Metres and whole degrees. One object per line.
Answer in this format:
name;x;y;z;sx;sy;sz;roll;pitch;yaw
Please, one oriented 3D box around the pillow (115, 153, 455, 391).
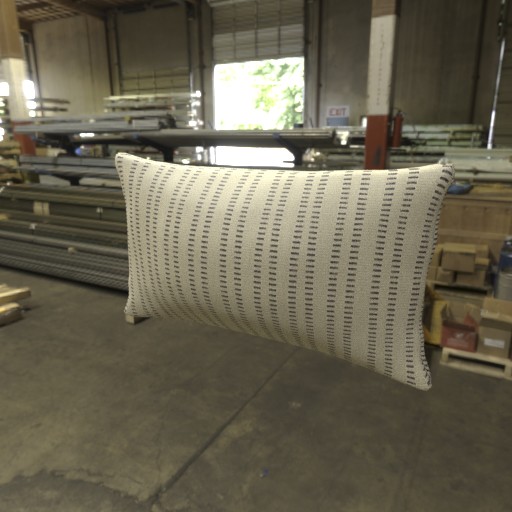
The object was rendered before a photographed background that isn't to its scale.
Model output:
pillow;0.000;0.000;0.806;0.640;0.353;0.210;8;18;27
